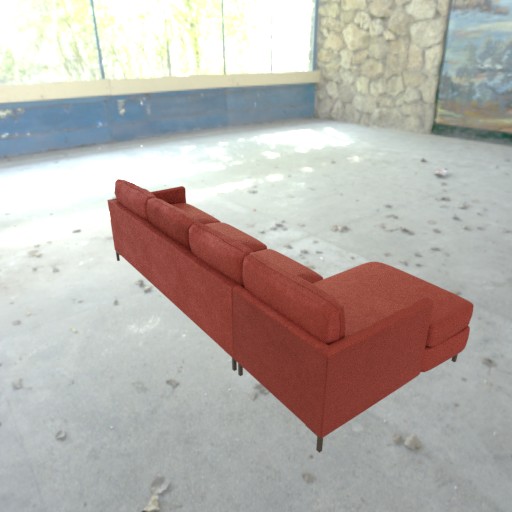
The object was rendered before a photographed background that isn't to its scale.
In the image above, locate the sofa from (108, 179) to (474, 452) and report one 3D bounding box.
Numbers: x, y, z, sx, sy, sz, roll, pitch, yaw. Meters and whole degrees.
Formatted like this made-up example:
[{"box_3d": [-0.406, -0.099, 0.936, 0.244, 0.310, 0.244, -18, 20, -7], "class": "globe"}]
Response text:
[{"box_3d": [0.000, 0.000, 4.057, 1.500, 0.967, 3.400, -17, 30, -32], "class": "sofa"}]
